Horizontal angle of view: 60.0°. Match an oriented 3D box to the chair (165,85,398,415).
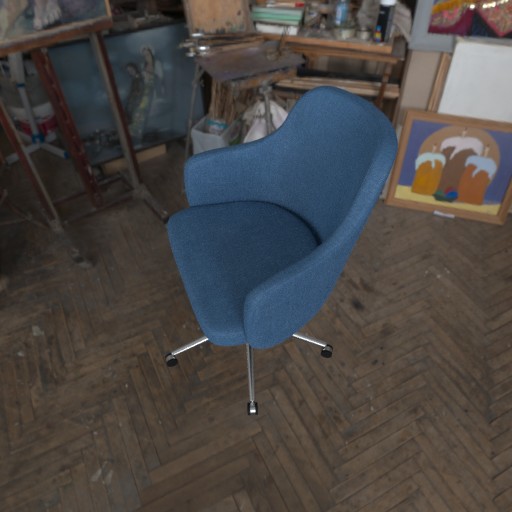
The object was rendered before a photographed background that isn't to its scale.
[{"bbox_3d":[0.000,0.000,1.306,0.655,0.820,0.599,-15,48,-14],"label":"chair"}]
